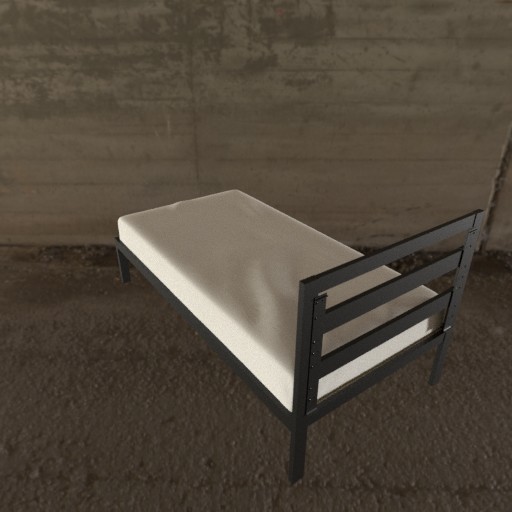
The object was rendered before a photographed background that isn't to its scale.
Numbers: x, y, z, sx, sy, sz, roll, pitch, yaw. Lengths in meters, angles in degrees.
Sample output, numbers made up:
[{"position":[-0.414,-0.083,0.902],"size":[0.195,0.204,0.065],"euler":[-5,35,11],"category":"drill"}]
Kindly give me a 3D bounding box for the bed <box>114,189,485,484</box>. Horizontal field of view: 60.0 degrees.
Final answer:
[{"position":[0.000,0.000,2.512],"size":[0.991,0.967,1.930],"euler":[-19,34,-31],"category":"bed"}]
